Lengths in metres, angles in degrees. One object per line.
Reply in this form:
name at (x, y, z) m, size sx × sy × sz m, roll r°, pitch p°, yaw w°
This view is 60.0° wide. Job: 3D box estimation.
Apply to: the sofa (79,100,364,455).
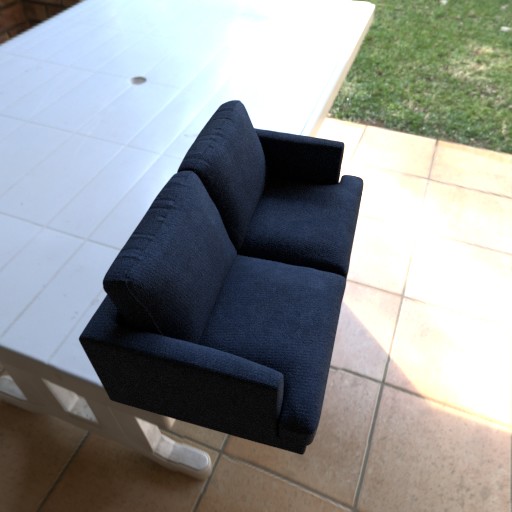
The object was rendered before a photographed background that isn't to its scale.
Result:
sofa at (0.000, 0.000, 2.176) m, size 0.903 × 0.944 × 1.582 m, roll 12°, pitch 48°, yaw 11°
